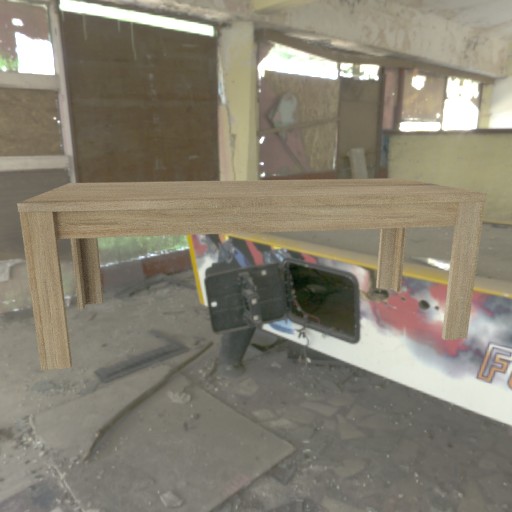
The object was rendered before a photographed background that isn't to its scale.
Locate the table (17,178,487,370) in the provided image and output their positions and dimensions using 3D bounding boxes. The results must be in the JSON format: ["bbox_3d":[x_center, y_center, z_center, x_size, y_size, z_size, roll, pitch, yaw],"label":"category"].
[{"bbox_3d":[0.000,0.000,2.584,2.200,0.790,0.900,-2,15,-9],"label":"table"}]
